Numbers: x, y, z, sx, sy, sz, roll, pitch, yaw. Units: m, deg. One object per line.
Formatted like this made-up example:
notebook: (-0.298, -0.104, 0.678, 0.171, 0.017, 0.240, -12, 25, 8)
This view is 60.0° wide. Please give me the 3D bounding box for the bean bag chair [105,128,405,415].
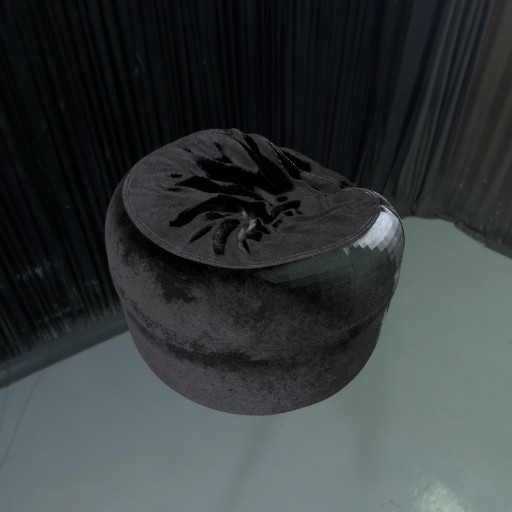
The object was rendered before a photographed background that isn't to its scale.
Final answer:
bean bag chair: (0.000, 0.000, 1.468, 0.918, 0.605, 0.918, 0, 41, 0)
